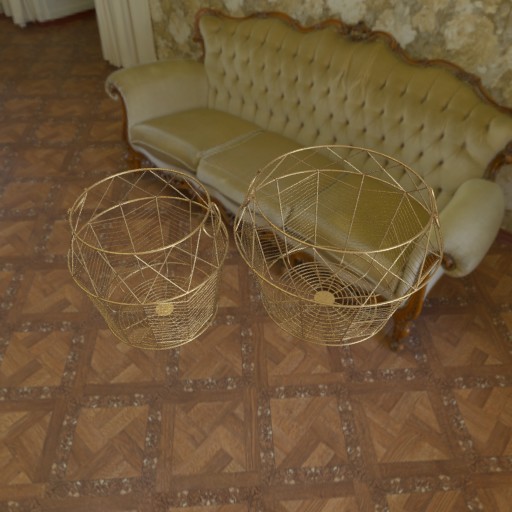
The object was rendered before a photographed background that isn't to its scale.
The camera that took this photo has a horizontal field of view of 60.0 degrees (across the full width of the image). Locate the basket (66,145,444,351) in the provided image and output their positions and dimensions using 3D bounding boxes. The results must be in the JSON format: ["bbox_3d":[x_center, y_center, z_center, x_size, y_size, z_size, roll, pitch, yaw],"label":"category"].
[{"bbox_3d":[0.000,0.000,1.015,0.805,0.343,0.451,-3,44,-3],"label":"basket"}]
